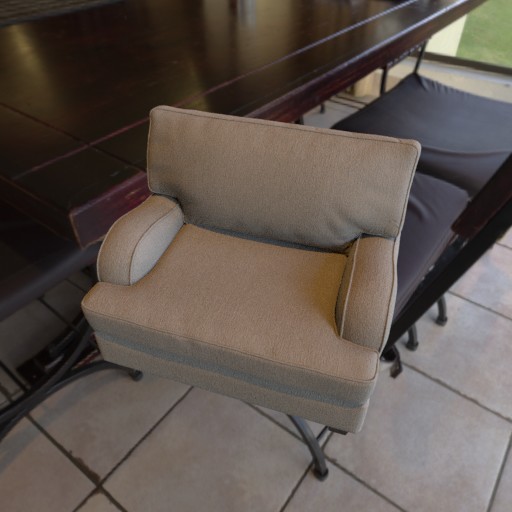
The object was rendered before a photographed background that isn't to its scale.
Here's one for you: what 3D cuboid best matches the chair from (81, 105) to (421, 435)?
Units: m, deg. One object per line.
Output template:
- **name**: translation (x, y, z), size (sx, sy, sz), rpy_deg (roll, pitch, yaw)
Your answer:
- **chair**: translation (0.000, 0.000, 2.001), size (1.220, 1.016, 1.041), rpy_deg (12, 43, 13)
